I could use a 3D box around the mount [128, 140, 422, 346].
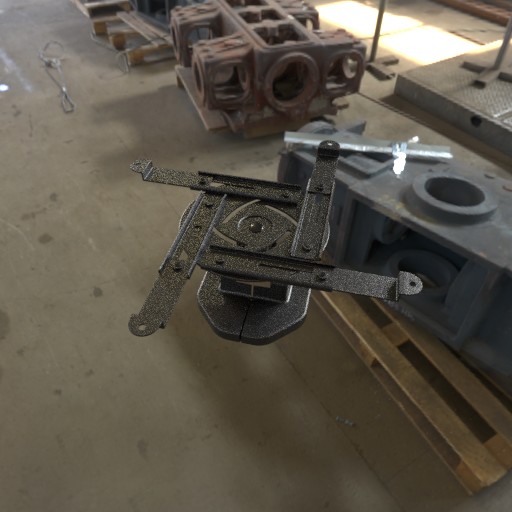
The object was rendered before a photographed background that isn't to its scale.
[{"bbox_3d":[0.000,0.000,0.597,0.394,0.141,0.394,10,46,9],"label":"mount"}]
